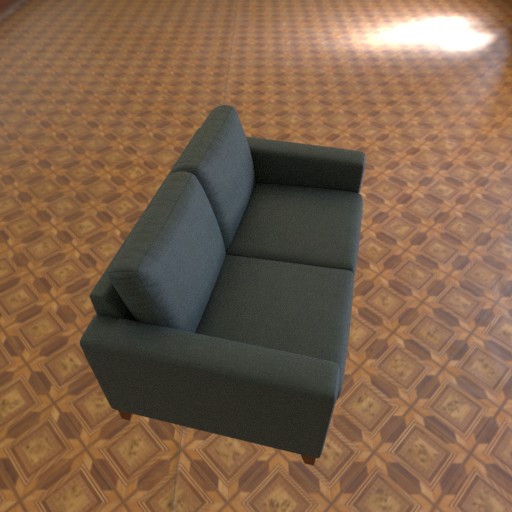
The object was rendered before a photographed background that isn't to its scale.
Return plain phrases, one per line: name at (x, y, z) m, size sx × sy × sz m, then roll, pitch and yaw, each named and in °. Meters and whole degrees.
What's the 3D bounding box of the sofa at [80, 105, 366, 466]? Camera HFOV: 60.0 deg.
sofa at (0.000, 0.000, 2.120) m, size 0.955 × 0.903 × 1.489 m, roll 10°, pitch 46°, yaw 9°
